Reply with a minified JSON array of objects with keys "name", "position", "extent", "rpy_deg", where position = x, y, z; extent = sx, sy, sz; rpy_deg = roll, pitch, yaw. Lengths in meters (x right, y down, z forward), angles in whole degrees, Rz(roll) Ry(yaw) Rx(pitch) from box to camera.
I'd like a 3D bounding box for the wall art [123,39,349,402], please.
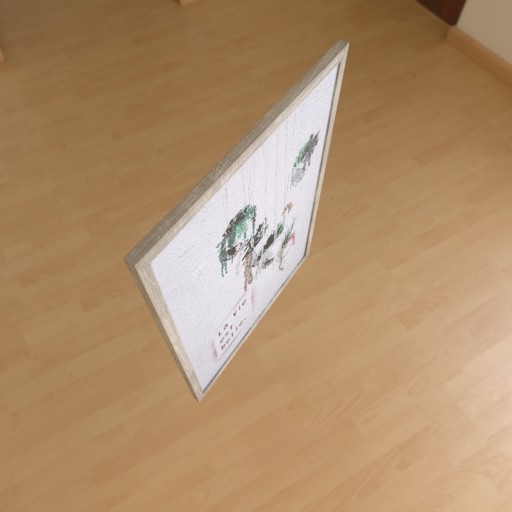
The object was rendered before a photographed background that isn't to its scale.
[{"name":"wall art","position":[0.000,0.000,1.382],"extent":[0.035,1.022,0.781],"rpy_deg":[30,64,17]}]
